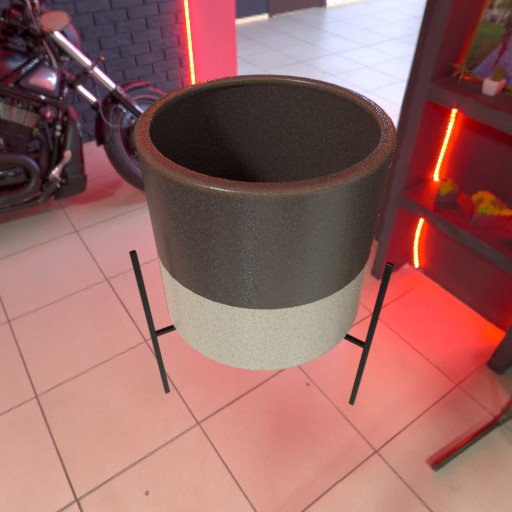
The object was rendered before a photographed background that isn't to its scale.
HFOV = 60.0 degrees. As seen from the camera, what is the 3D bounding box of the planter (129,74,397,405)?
[{"bbox_3d":[0.000,0.000,0.526,0.250,0.353,0.260,-2,42,-2],"label":"planter"}]
